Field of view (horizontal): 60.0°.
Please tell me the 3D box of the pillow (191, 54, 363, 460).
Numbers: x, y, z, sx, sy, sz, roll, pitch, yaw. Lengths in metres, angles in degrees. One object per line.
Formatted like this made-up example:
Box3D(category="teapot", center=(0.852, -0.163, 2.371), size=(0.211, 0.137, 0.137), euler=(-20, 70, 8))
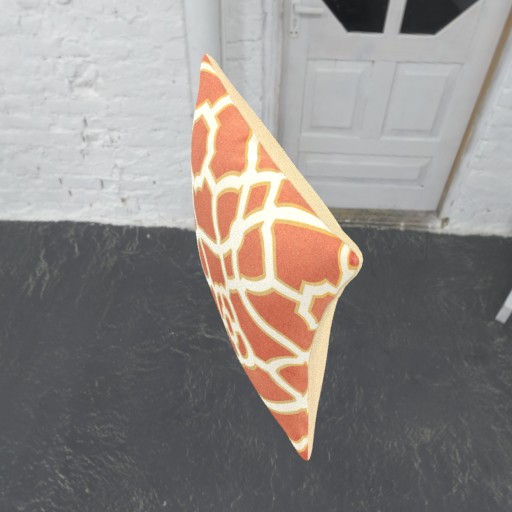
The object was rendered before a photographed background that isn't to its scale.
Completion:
Box3D(category="pillow", center=(0.000, 0.000, 0.787), size=(0.166, 0.508, 0.552), euler=(-15, 47, -14))
